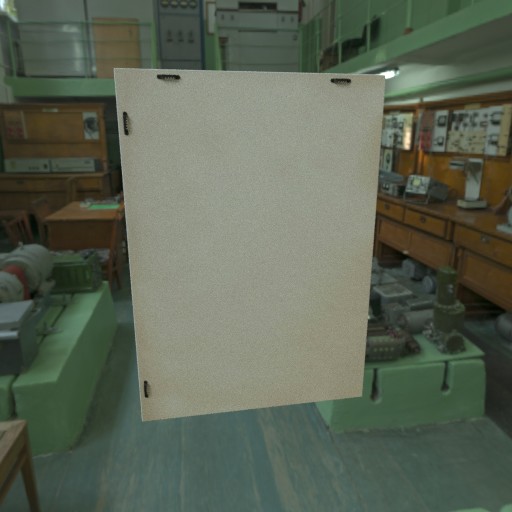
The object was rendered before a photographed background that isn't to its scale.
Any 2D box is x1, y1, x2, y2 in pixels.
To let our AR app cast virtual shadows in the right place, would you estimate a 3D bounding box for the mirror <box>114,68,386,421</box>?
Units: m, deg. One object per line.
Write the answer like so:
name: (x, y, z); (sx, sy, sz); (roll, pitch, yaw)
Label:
mirror: (0.000, 0.000, 0.923); (0.507, 0.710, 0.040); (-3, 16, -10)
